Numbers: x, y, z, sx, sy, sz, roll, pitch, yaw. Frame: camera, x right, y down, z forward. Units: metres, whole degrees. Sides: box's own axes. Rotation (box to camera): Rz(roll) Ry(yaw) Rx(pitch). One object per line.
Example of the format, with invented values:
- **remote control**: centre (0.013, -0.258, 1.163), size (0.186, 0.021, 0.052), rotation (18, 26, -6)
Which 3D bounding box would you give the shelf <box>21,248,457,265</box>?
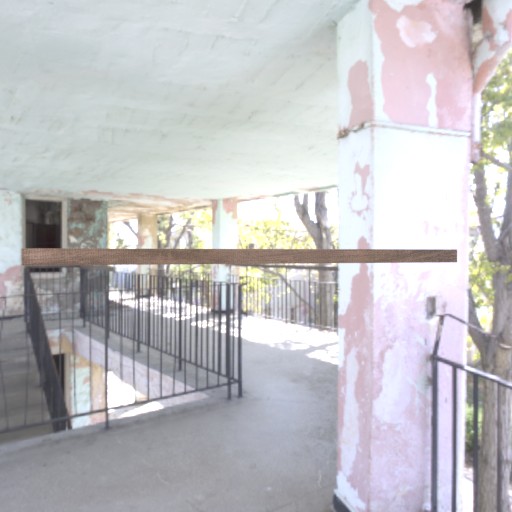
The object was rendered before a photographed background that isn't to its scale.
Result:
- **shelf**: centre (0.000, 0.000, 0.668), size (0.610, 0.020, 0.140), rotation (0, 0, -16)
